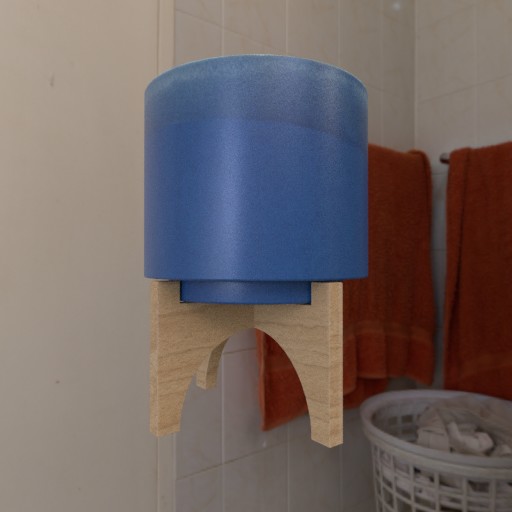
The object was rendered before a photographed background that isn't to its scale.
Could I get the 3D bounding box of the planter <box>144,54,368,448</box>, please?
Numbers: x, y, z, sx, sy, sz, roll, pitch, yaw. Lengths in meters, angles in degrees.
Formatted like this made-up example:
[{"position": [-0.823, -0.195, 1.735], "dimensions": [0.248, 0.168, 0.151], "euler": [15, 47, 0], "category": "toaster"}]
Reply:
[{"position": [0.000, 0.000, 0.533], "dimensions": [0.261, 0.367, 0.261], "euler": [0, 0, 0], "category": "planter"}]
